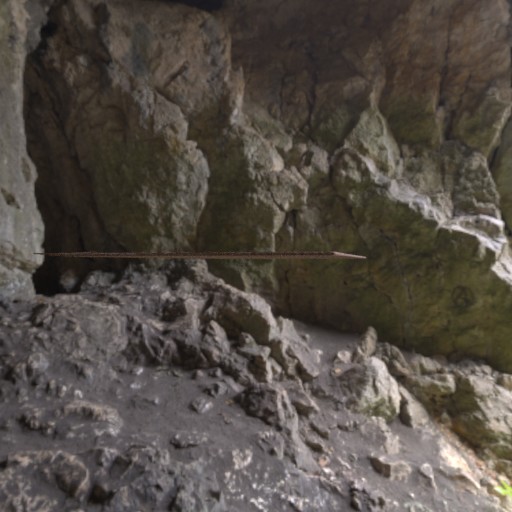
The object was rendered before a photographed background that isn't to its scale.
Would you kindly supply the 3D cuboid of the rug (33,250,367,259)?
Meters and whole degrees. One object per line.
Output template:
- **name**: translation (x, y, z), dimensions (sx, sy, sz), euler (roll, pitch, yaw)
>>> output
- **rug**: translation (0.000, 0.000, 2.034), dimensions (0.905, 0.017, 1.718), euler (0, -1, 17)
